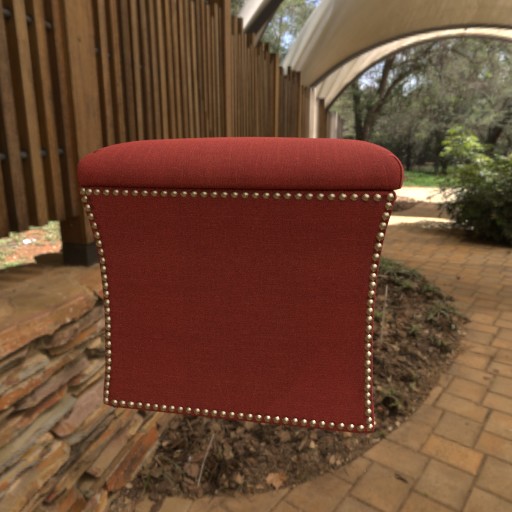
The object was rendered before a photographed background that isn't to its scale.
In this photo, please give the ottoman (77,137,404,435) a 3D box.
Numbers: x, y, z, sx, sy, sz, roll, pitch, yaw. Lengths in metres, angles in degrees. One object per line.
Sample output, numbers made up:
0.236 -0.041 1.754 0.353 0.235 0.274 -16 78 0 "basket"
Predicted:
0.000 0.000 0.917 0.507 0.475 0.497 2 15 10 "ottoman"
